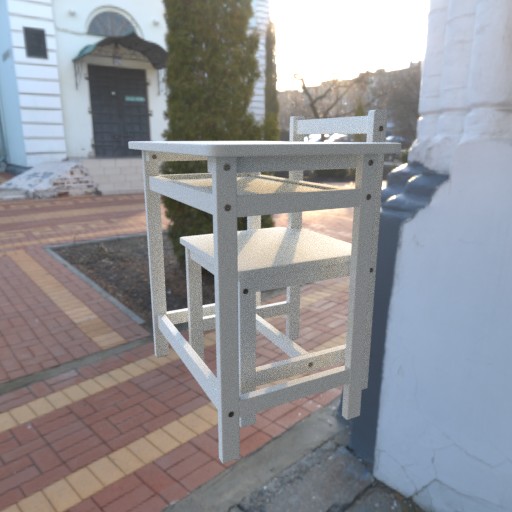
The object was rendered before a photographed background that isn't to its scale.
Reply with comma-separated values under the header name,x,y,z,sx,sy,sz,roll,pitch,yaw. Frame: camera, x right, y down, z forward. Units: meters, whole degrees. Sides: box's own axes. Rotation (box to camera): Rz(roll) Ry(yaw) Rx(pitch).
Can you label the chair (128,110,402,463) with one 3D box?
name,x,y,z,sx,sy,sz,roll,pitch,yaw
chair,0.000,0.000,1.084,0.461,0.673,0.599,-8,17,-26
